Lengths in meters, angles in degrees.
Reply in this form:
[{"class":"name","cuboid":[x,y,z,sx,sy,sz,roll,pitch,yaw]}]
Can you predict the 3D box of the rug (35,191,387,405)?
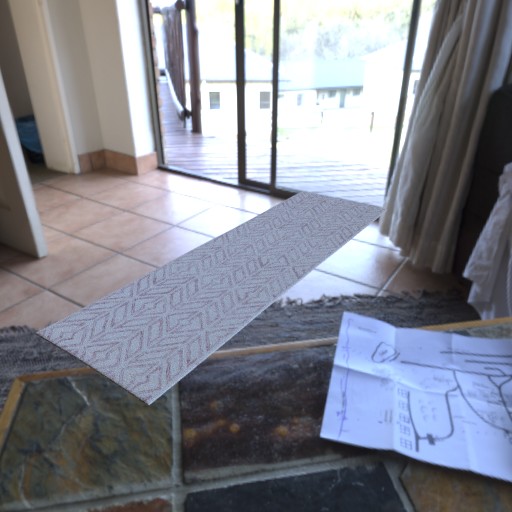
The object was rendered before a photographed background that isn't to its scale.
[{"class":"rug","cuboid":[0.000,0.000,2.716,0.750,0.009,2.435,18,32,31]}]
